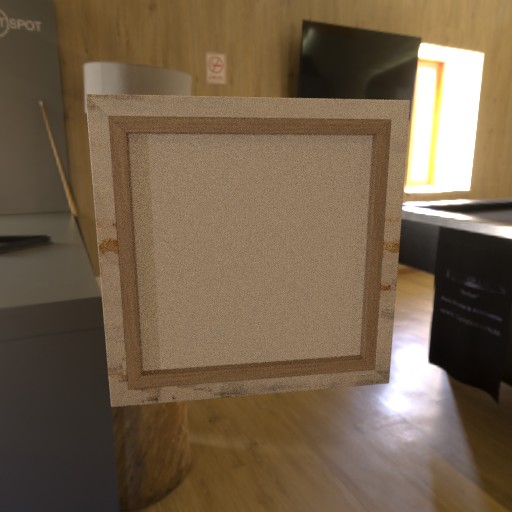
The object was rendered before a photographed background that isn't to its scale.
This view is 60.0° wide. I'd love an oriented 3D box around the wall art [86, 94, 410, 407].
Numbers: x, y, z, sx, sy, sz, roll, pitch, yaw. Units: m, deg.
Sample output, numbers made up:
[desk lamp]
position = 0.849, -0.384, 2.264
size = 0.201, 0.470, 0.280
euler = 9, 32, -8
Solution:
[wall art]
position = 0.000, 0.000, 1.119
size = 0.753, 0.755, 0.038
euler = -2, 13, -9
